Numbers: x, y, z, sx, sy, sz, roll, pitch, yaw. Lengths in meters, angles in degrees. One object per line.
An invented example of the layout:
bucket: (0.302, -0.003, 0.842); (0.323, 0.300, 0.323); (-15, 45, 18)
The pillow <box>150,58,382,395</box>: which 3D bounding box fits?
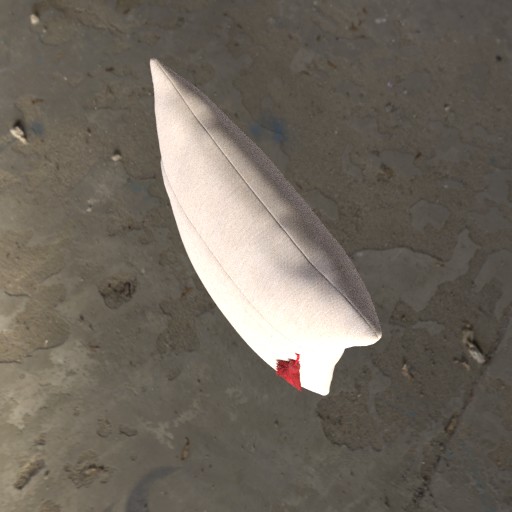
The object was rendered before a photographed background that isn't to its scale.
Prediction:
pillow: (0.000, 0.000, 0.678); (0.173, 0.436, 0.433); (-32, 69, -14)
